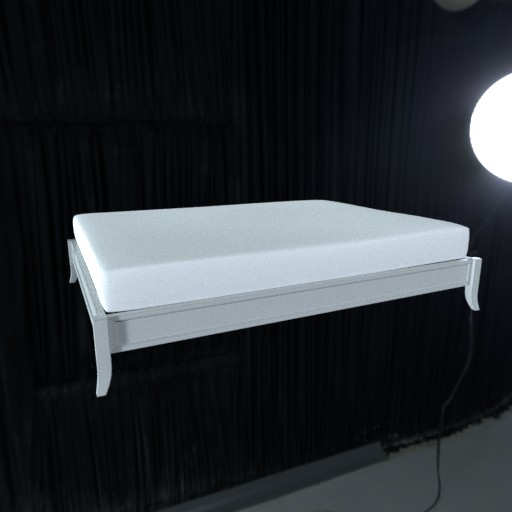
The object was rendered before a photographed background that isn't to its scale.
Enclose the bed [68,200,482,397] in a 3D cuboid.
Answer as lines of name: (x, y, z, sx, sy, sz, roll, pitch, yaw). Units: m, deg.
bed: (0.000, 0.000, 2.766, 2.108, 0.510, 1.604, -7, 16, -25)
